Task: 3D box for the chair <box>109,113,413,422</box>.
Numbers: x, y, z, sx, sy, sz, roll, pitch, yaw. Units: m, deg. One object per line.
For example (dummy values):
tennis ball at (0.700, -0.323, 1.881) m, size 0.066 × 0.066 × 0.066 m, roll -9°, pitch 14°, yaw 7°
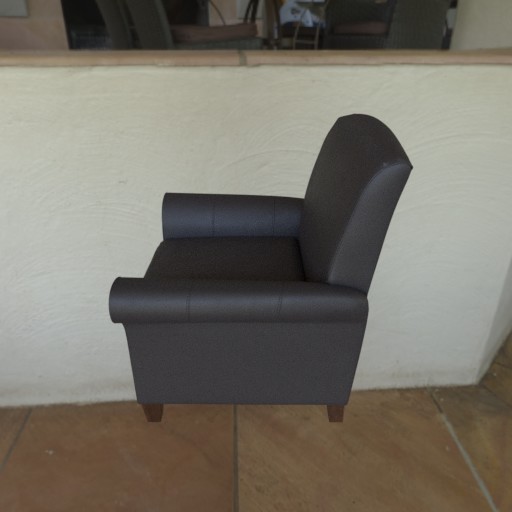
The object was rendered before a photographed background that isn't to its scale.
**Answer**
chair at (0.000, 0.000, 1.769) m, size 0.902 × 1.061 × 0.978 m, roll 0°, pitch 26°, yaw 0°
